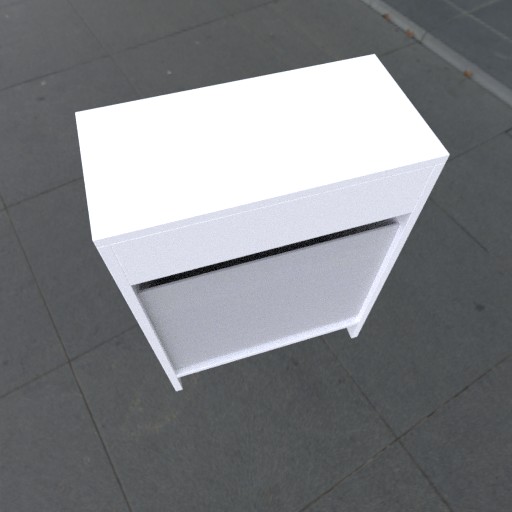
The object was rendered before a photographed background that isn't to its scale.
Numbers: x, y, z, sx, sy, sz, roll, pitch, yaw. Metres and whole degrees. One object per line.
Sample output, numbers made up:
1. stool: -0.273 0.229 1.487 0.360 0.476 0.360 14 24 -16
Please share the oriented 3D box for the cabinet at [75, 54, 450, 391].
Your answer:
1. cabinet: 0.000 0.000 1.124 0.600 0.815 0.296 -15 59 -9
